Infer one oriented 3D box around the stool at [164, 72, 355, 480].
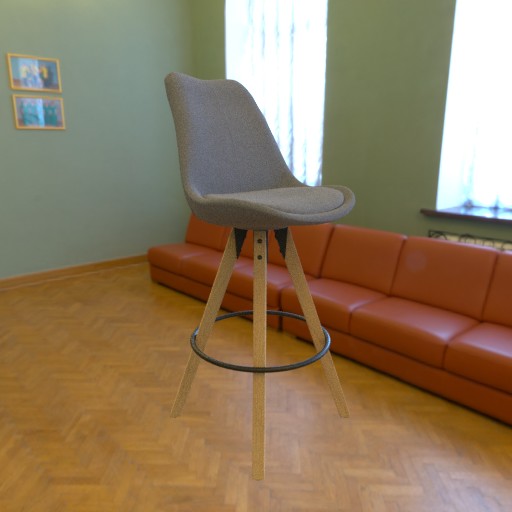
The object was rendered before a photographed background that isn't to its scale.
[{"bbox_3d":[0.000,0.000,1.401,0.485,1.115,0.550,-13,19,-43],"label":"stool"}]
